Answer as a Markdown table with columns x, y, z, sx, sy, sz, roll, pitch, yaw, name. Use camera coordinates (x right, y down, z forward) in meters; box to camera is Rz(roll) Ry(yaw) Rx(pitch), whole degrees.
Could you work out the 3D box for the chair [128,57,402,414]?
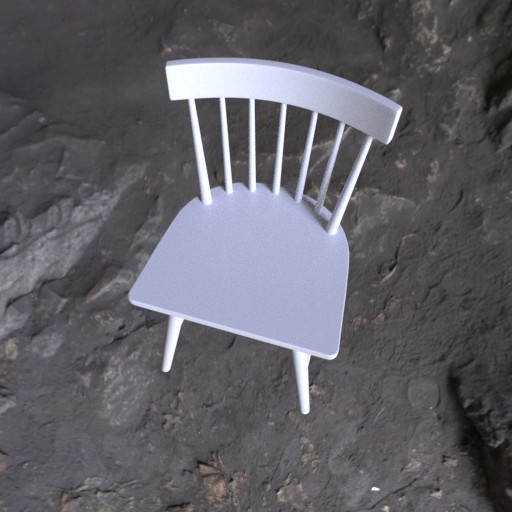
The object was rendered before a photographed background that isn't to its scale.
| x | y | z | sx | sy | sz | roll | pitch | yaw | name |
| --- | --- | --- | --- | --- | --- | --- | --- | --- | --- |
| 0.000 | 0.000 | 1.111 | 0.483 | 0.787 | 0.500 | 14 | 60 | 8 | chair |
